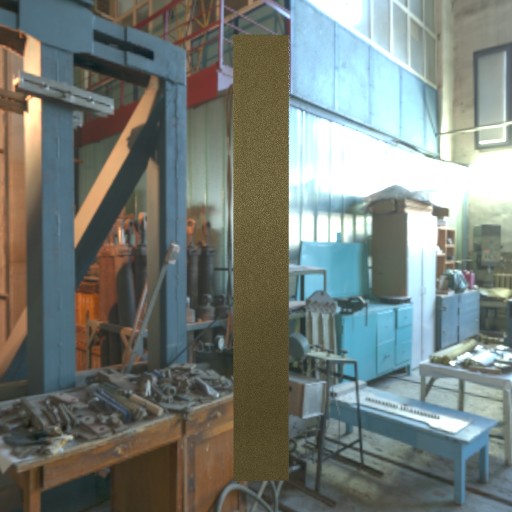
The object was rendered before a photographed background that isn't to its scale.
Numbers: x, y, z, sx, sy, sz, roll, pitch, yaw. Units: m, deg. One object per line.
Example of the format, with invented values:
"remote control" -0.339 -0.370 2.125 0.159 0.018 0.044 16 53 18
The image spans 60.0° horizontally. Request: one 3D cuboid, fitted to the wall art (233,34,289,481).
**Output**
"wall art" 0.000 0.000 0.455 0.038 0.305 0.304 0 1 -1
